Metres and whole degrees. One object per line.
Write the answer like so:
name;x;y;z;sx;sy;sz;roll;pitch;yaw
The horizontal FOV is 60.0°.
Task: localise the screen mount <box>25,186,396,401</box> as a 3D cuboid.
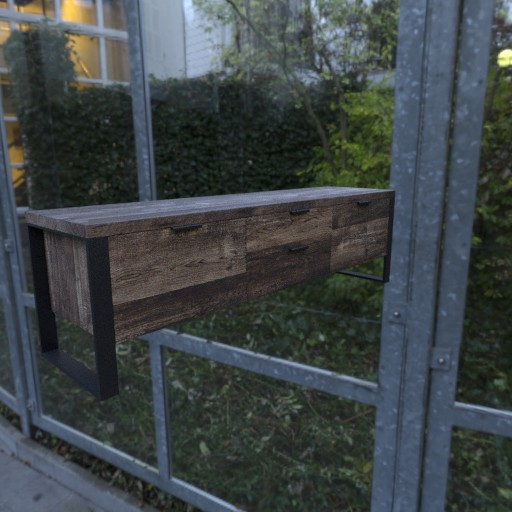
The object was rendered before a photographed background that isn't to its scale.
screen mount;0.000;0.000;1.735;0.395;0.450;1.524;12;17;42
